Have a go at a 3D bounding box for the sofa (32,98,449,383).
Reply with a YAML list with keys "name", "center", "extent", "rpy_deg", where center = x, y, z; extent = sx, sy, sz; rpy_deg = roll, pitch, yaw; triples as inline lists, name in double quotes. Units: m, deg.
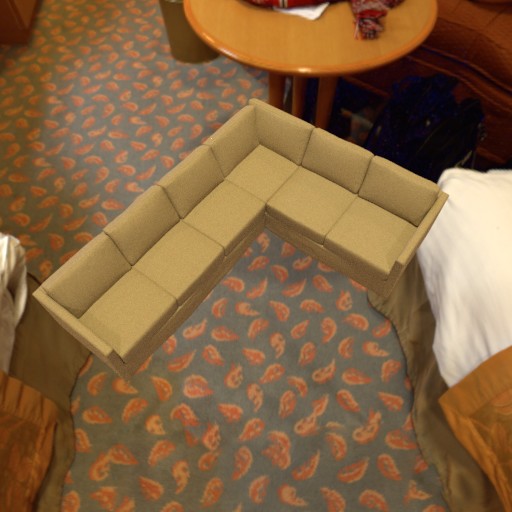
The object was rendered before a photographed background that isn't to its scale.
- name: "sofa"
  center: [0.000, 0.000, 4.279]
  extent: [2.432, 0.871, 3.182]
  rpy_deg: [32, 63, 19]
